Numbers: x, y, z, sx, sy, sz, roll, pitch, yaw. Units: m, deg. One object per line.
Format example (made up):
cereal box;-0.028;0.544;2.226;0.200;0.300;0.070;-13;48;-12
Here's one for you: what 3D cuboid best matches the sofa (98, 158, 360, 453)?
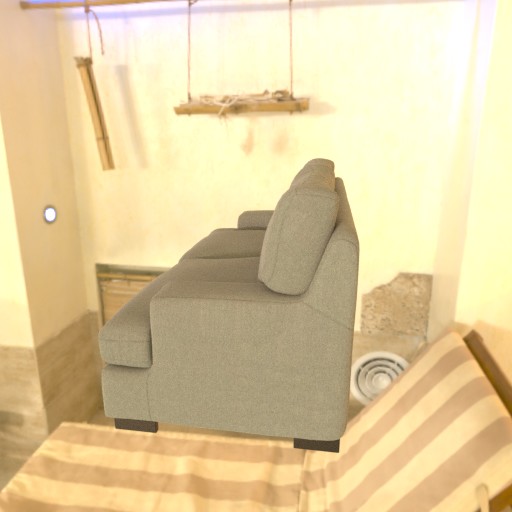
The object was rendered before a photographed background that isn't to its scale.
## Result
sofa;0.000;0.000;2.419;0.962;0.980;1.855;2;16;9
